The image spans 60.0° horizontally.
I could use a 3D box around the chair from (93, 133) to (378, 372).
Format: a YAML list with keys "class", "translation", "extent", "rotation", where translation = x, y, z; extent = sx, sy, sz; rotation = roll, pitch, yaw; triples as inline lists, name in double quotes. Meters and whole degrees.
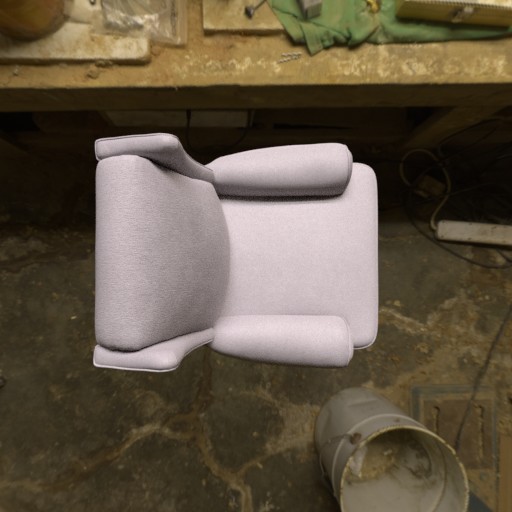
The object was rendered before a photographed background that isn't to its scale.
- class: "chair"
  translation: [0.000, 0.000, 1.717]
  extent: [0.969, 1.011, 0.847]
  rotation: [0, 89, -2]
